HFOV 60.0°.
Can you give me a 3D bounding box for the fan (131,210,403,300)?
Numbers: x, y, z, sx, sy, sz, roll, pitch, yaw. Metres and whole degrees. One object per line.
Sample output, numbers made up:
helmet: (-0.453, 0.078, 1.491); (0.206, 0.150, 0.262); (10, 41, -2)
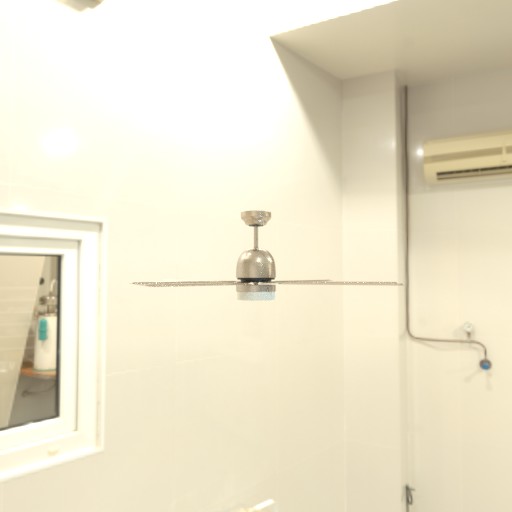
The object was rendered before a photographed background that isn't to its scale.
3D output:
fan: (0.000, 0.000, 2.071); (1.346, 0.406, 1.346); (-2, -3, 35)
